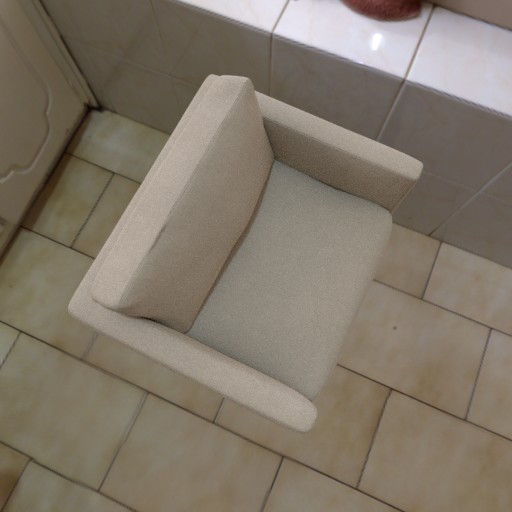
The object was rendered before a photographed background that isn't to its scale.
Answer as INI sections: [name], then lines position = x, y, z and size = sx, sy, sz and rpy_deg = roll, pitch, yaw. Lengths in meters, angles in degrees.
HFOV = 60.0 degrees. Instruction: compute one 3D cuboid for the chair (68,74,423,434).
[chair]
position = 0.000, 0.000, 1.848
size = 0.959, 0.961, 1.107
rpy_deg = 25, 75, 7
